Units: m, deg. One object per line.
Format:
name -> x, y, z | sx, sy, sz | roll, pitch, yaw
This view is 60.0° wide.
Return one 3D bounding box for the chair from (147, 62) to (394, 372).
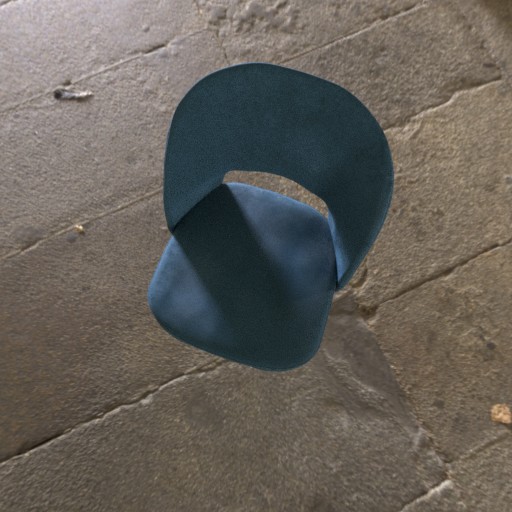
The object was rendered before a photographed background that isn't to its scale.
chair -> 0.000, 0.000, 1.226 | 0.527, 0.860, 0.577 | 19, 77, 4
